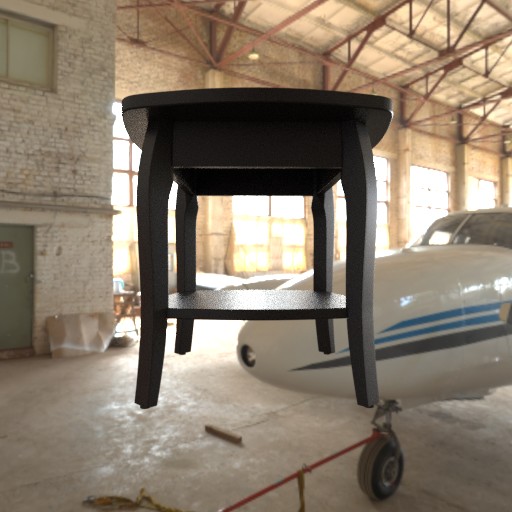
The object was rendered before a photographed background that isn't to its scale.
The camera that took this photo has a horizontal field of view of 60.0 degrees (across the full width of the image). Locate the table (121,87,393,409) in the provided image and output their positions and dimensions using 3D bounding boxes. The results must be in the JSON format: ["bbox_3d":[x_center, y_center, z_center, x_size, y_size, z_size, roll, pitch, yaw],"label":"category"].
[{"bbox_3d":[0.000,0.000,0.853,0.457,0.457,0.508,0,0,-1],"label":"table"}]
